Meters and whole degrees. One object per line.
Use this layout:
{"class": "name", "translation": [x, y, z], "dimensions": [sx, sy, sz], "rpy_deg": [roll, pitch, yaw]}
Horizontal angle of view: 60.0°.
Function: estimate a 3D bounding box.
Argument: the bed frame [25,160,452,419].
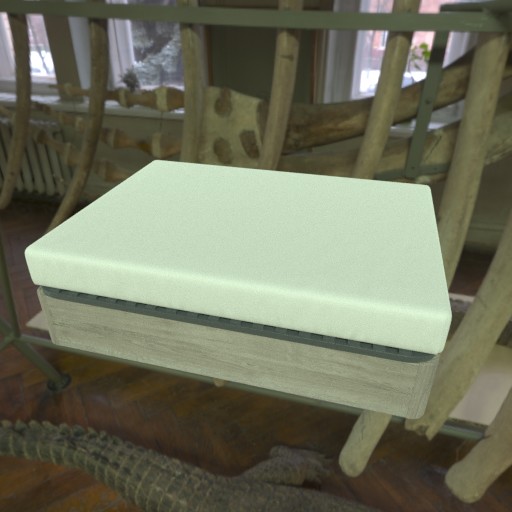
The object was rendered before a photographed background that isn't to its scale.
{"class": "bed frame", "translation": [0.000, 0.000, 2.546], "dimensions": [1.900, 0.561, 1.400], "rpy_deg": [8, 31, 13]}
